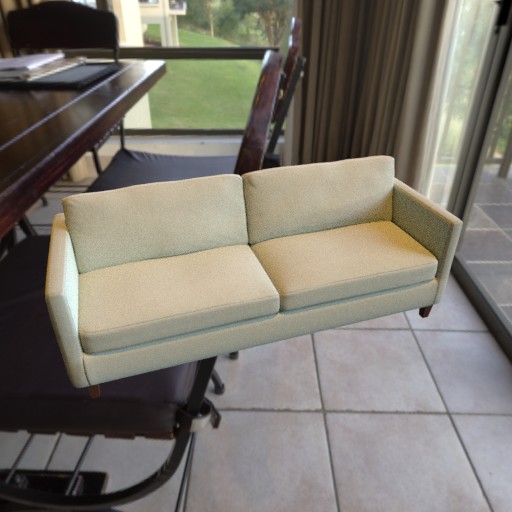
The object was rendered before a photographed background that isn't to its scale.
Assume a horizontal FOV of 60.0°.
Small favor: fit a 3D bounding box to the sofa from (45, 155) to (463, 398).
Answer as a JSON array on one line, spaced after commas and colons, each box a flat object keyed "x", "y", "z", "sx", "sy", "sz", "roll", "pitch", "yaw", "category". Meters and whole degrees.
[{"x": 0.000, "y": 0.000, "z": 2.915, "sx": 2.434, "sy": 0.965, "sz": 0.948, "roll": -10, "pitch": 33, "yaw": -16, "category": "sofa"}]
